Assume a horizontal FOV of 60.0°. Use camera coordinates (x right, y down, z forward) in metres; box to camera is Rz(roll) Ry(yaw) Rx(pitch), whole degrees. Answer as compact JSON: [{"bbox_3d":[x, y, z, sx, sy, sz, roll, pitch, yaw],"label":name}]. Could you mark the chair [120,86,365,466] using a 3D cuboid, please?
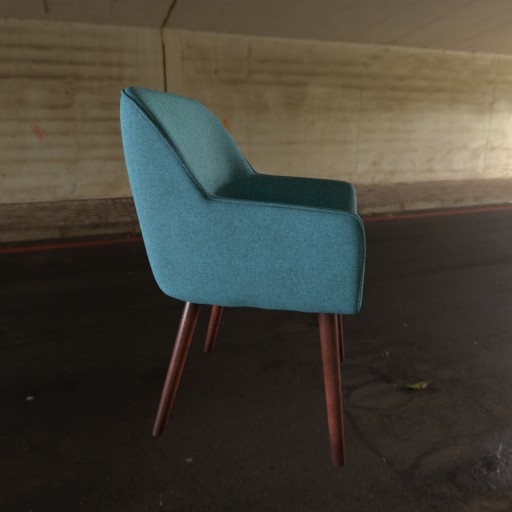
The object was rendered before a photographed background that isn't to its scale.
[{"bbox_3d":[0.000,0.000,1.145,0.519,0.803,0.543,3,16,10],"label":"chair"}]
